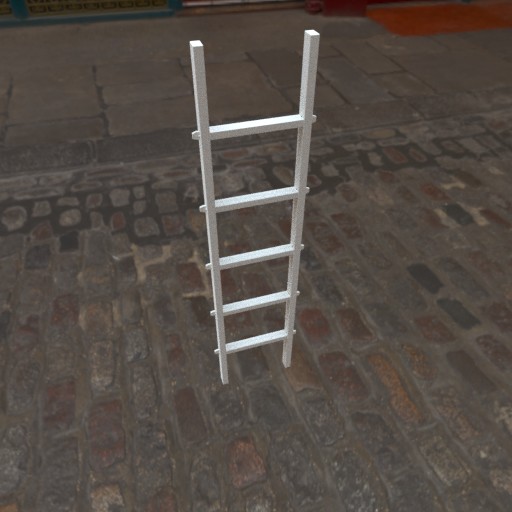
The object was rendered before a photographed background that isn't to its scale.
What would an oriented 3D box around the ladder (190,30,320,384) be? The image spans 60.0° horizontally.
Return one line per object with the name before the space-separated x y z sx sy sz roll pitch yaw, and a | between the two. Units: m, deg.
ladder | 0.000 0.000 1.958 0.452 1.797 0.051 -12 43 -13
